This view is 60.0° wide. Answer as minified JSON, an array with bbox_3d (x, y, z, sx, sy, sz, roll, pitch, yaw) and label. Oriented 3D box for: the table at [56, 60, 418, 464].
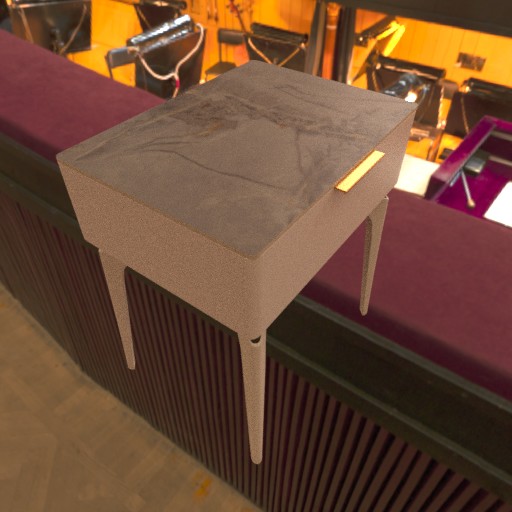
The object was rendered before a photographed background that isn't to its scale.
[{"bbox_3d":[0.000,0.000,0.919,0.400,0.570,0.500,27,49,26],"label":"table"}]
